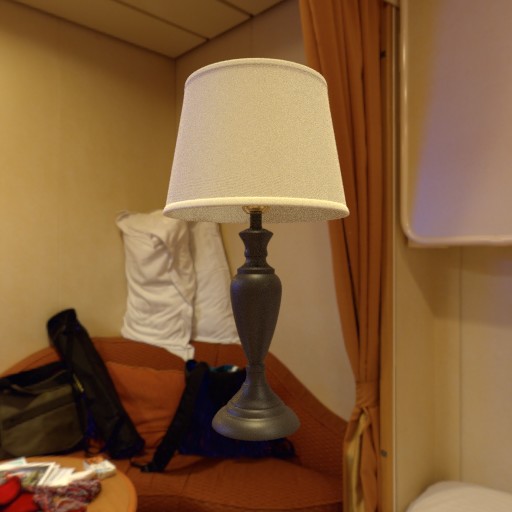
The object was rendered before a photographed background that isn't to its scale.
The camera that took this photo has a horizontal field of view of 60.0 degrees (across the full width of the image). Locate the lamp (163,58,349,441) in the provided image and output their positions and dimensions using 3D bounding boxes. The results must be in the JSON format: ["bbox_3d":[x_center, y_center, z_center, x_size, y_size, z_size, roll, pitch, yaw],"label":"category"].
[{"bbox_3d":[0.000,0.000,0.811,0.335,0.611,0.335,0,0,0],"label":"lamp"}]
